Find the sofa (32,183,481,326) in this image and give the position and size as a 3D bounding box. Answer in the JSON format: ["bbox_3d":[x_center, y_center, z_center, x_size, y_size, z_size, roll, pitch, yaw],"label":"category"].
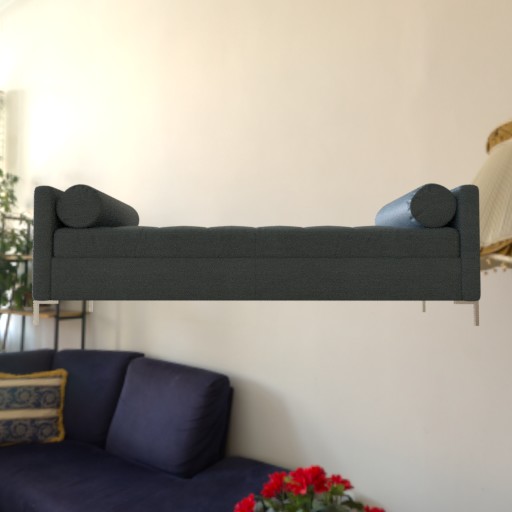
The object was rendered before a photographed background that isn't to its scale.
[{"bbox_3d":[0.000,0.000,2.291,1.981,0.635,0.686,0,-2,1],"label":"sofa"}]
